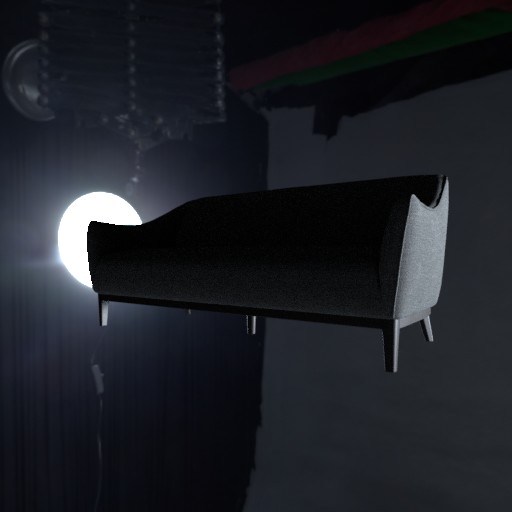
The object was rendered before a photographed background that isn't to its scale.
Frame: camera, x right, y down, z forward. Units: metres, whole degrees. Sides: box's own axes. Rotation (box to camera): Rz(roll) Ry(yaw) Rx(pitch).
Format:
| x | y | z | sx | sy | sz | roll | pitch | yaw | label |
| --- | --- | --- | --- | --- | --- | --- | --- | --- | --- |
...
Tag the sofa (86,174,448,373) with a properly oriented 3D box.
| x | y | z | sx | sy | sz | roll | pitch | yaw | label |
| --- | --- | --- | --- | --- | --- | --- | --- | --- | --- |
| 0.000 | 0.000 | 2.397 | 1.928 | 0.829 | 0.867 | 0 | 0 | 37 | sofa |
